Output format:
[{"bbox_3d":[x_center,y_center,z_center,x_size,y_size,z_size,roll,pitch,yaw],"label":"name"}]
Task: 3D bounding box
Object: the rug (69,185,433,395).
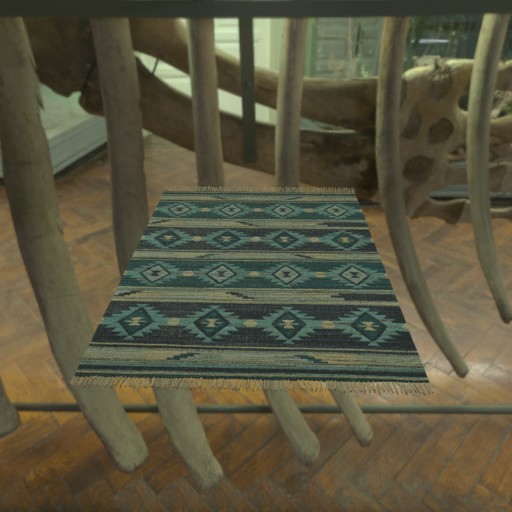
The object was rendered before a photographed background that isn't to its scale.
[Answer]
[{"bbox_3d":[0.000,0.000,4.287,2.418,0.047,3.307,1,32,1],"label":"rug"}]
